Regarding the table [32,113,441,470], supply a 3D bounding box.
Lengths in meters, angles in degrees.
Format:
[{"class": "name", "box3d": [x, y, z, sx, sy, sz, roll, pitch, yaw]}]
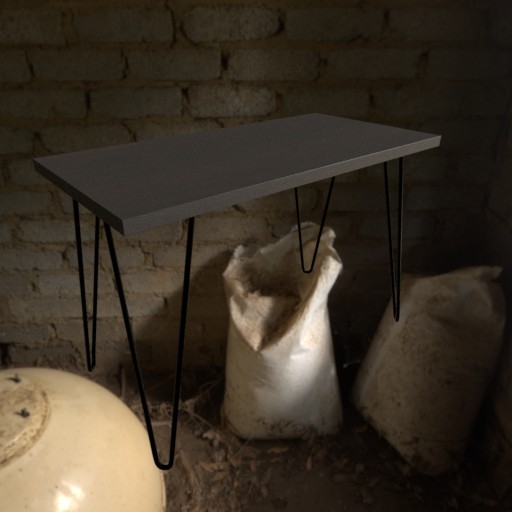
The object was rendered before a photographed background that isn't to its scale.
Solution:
[{"class": "table", "box3d": [0.000, 0.000, 1.334, 0.991, 0.660, 0.499, -21, 34, -35]}]
